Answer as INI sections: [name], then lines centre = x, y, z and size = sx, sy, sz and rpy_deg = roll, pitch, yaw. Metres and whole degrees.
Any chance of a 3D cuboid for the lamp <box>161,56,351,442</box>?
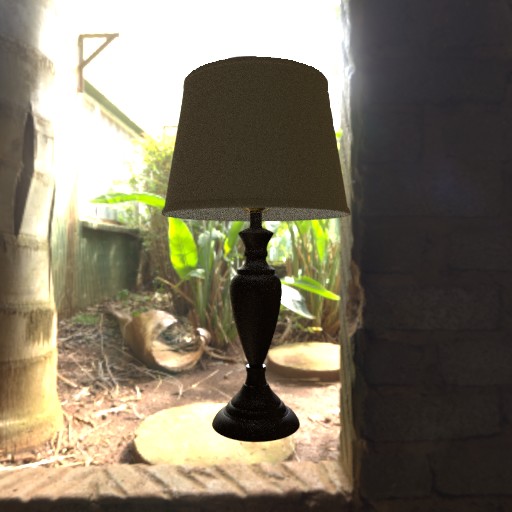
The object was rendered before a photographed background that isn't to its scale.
[lamp]
centre = 0.000, 0.000, 0.803
size = 0.335, 0.611, 0.335
rpy_deg = 0, 1, 0
